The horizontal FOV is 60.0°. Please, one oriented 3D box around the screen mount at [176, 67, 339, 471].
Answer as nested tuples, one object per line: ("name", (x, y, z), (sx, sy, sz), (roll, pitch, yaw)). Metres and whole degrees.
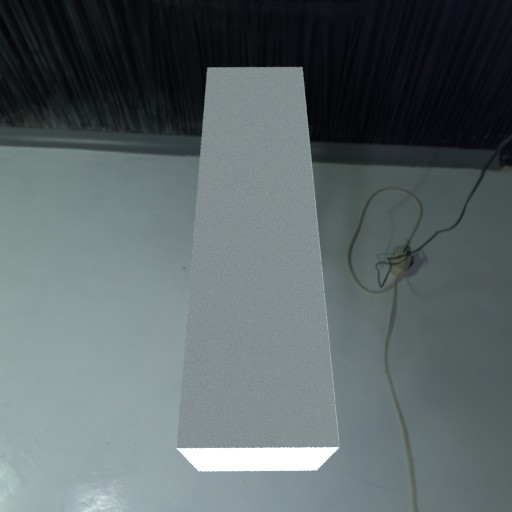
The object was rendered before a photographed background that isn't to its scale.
("screen mount", (0.000, 0.000, 1.741), (0.400, 0.619, 1.490), (0, 58, 0))
